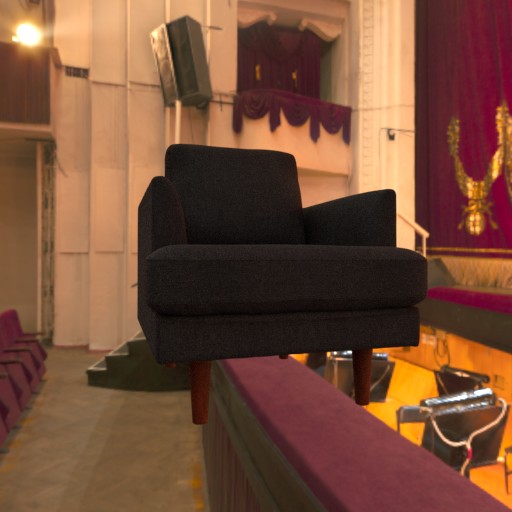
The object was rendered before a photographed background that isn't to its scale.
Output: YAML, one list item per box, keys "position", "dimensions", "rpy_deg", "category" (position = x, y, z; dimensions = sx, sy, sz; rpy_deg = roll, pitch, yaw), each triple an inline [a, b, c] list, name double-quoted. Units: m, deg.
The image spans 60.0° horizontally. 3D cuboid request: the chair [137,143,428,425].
- position: [0.000, 0.000, 1.652]
  dimensions: [0.858, 0.957, 0.899]
  rpy_deg: [0, -1, -18]
  category: "chair"
